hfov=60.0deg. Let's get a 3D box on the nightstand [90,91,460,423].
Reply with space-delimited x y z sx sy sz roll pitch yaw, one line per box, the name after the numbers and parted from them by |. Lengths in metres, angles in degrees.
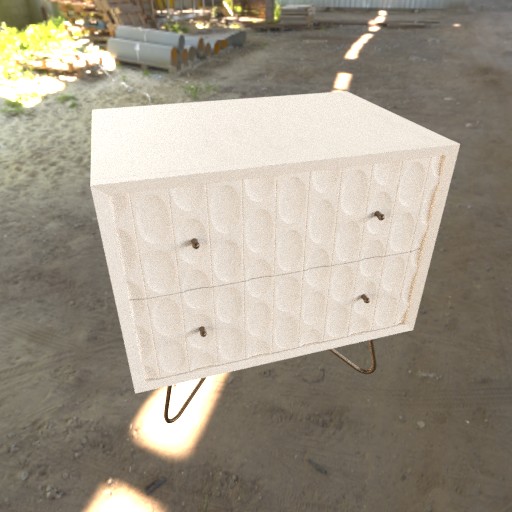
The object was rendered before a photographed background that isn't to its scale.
0.000 0.000 1.027 0.614 0.604 0.447 -9 34 -14 | nightstand
